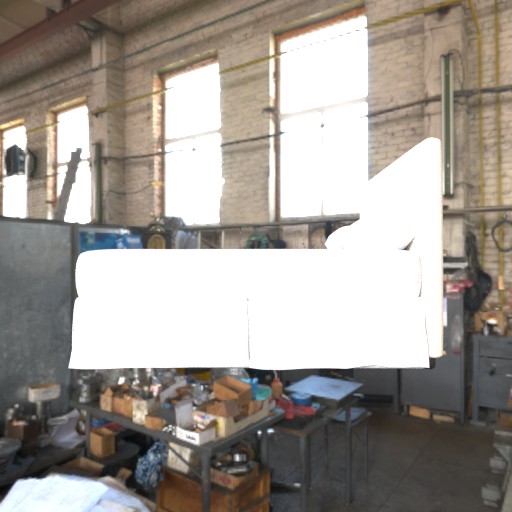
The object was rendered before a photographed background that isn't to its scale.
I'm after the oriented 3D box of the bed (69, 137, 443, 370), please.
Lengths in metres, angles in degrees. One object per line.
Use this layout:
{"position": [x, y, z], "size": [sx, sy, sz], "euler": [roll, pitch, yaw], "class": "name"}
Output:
{"position": [0.000, 0.000, 3.300], "size": [2.142, 1.330, 1.713], "euler": [0, -1, 1], "class": "bed"}
